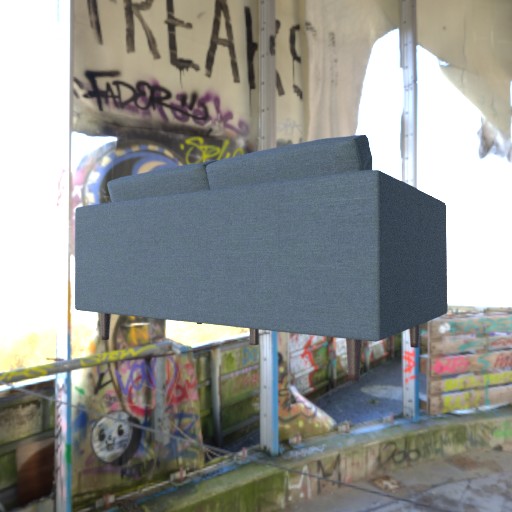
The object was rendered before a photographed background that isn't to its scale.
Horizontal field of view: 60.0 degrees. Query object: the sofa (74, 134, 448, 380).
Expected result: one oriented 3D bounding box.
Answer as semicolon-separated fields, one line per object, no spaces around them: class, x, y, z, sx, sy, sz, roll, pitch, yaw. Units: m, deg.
sofa;0.000;0.000;2.279;1.659;0.907;0.999;-1;-1;35
